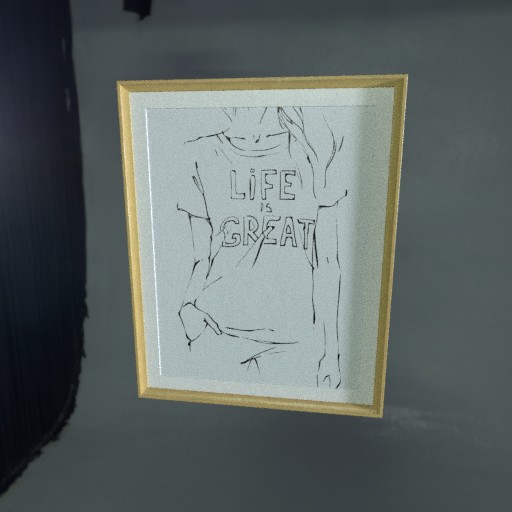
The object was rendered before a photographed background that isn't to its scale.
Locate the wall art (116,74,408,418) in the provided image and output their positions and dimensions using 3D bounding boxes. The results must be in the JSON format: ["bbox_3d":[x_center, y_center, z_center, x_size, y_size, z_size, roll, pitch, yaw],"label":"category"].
[{"bbox_3d":[0.000,0.000,1.334,0.798,1.002,0.030,2,14,8],"label":"wall art"}]
